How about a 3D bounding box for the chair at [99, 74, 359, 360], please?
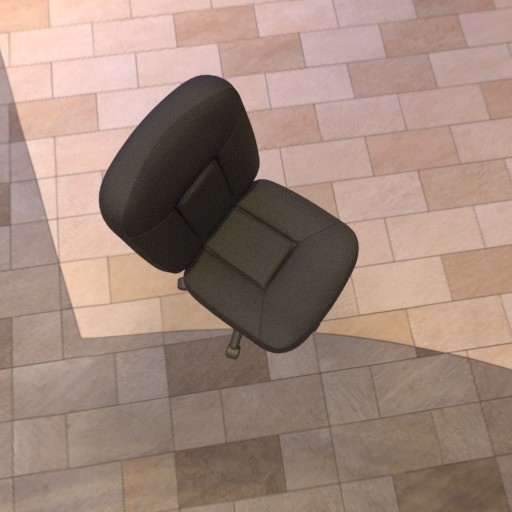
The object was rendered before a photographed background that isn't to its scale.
[{"bbox_3d":[0.000,0.000,1.369,0.610,0.972,0.610,34,78,8],"label":"chair"}]
